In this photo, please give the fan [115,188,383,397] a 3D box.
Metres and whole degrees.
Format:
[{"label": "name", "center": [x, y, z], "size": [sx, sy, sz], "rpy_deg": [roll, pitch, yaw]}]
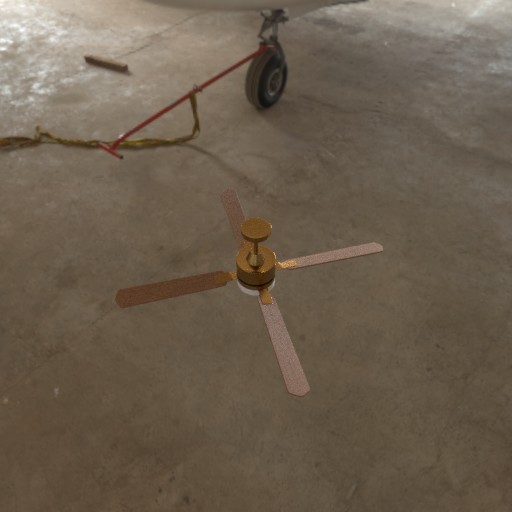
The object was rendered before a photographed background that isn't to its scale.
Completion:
[{"label": "fan", "center": [0.000, 0.000, 2.050], "size": [1.320, 0.355, 1.320], "rpy_deg": [-11, 47, -10]}]
